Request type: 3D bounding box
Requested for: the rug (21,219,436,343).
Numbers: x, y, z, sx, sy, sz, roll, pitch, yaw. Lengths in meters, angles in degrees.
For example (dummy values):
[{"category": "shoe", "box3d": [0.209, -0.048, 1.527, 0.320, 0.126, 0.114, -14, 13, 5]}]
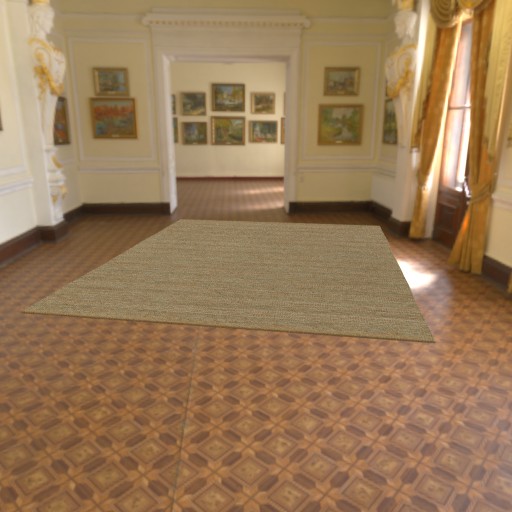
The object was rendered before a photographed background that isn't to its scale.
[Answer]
[{"category": "rug", "box3d": [0.000, 0.000, 3.996, 2.471, 0.012, 3.034, 3, 16, 9]}]
